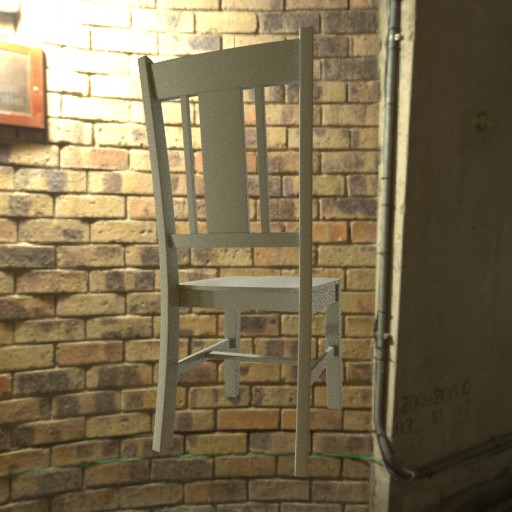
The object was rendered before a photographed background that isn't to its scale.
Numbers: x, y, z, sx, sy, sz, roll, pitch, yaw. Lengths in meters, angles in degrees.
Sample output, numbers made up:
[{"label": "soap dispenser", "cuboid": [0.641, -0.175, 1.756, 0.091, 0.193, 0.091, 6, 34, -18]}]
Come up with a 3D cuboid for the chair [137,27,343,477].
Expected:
[{"label": "chair", "cuboid": [0.000, 0.000, 1.276, 0.450, 0.998, 0.555, 0, 0, 20]}]
